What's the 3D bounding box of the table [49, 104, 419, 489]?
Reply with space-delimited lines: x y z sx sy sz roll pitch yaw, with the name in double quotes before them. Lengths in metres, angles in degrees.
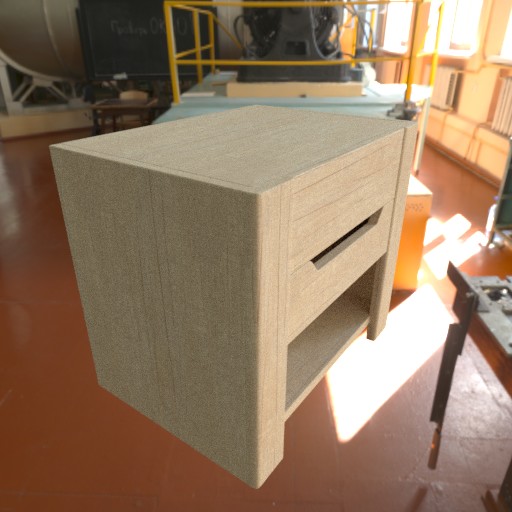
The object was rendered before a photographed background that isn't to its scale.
"table" 0.000 0.000 0.929 0.420 0.510 0.570 18 32 32
